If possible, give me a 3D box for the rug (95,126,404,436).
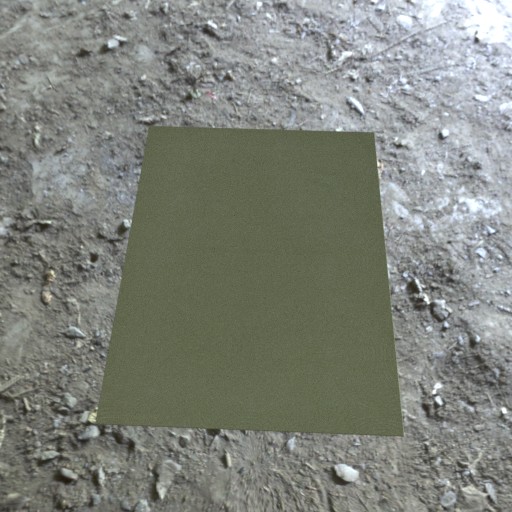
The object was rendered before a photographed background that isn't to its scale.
[{"bbox_3d":[0.000,0.000,3.517,2.073,0.011,2.584,2,65,1],"label":"rug"}]
